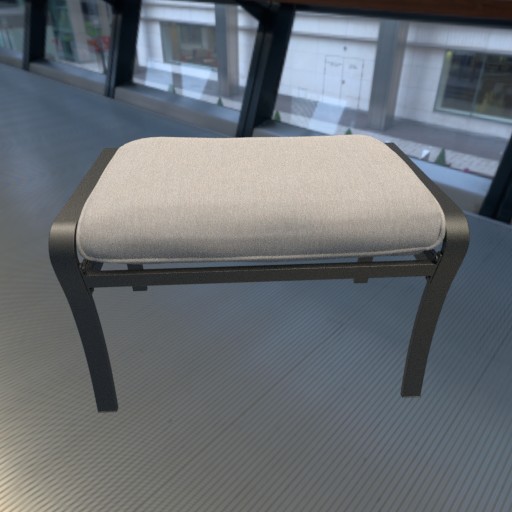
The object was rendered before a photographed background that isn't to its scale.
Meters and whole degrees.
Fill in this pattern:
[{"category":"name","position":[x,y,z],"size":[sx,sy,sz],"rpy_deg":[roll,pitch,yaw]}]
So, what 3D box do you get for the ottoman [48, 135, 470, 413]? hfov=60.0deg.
[{"category":"ottoman","position":[0.000,0.000,0.886],"size":[0.610,0.422,0.406],"rpy_deg":[-2,32,-3]}]
